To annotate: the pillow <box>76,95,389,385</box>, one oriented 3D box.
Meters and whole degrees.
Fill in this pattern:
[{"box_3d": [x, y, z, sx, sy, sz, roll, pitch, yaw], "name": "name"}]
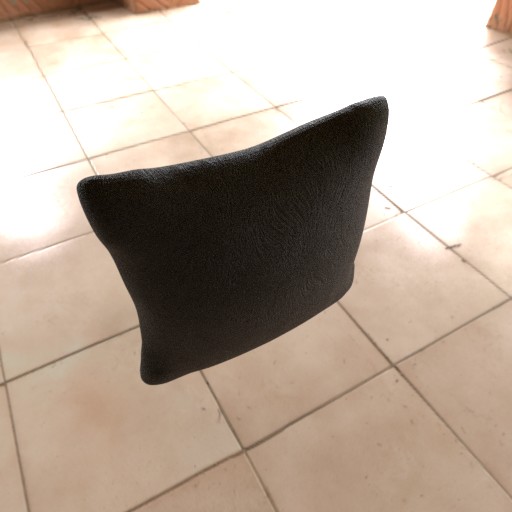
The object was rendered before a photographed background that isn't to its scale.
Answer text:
[{"box_3d": [0.000, 0.000, 0.829, 0.533, 0.523, 0.210, -23, 50, -21], "name": "pillow"}]
